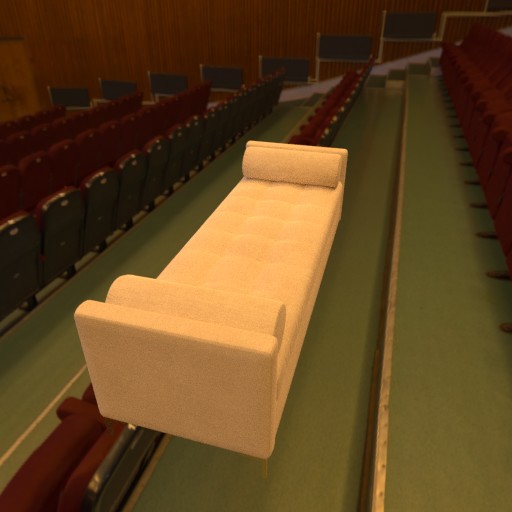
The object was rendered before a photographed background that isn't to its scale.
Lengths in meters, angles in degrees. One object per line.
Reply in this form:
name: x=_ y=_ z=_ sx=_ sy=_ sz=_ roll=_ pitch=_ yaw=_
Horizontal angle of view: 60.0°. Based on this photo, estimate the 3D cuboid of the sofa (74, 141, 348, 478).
sofa: x=0.000 y=0.000 z=2.335 sx=0.686 sy=0.635 sz=1.981 roll=9 pitch=32 yaw=14
